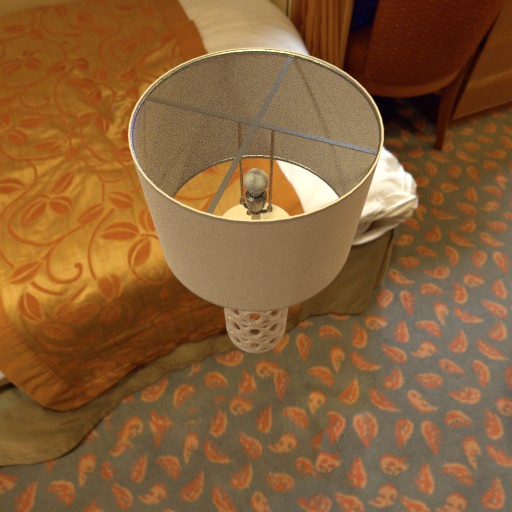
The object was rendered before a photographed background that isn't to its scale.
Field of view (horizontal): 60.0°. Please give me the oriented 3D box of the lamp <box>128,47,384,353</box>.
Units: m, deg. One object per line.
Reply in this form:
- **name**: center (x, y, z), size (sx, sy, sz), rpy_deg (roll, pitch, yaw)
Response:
- **lamp**: center (0.000, 0.000, 0.837), size (0.325, 0.636, 0.324), rpy_deg (17, 58, 11)
